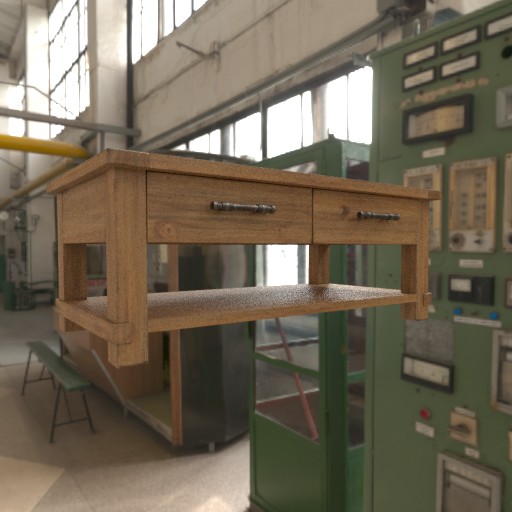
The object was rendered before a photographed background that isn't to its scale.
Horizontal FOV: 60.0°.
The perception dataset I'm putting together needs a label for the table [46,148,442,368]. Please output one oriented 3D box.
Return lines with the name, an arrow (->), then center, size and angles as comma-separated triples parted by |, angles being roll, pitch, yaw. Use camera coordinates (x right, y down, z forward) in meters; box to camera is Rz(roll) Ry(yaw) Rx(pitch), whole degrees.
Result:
table -> 0.000, 0.000, 1.605 | 1.270, 0.494, 0.693 | -1, 1, -35
